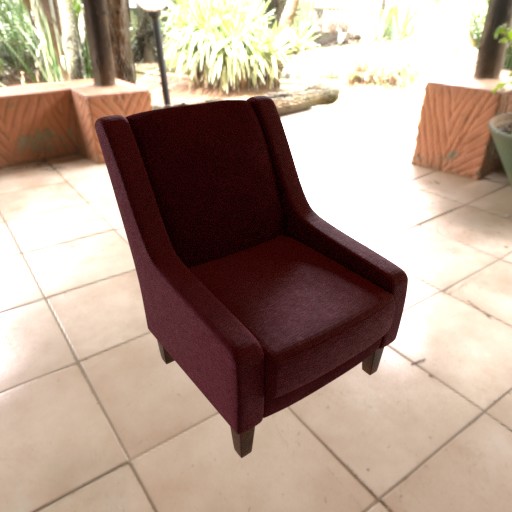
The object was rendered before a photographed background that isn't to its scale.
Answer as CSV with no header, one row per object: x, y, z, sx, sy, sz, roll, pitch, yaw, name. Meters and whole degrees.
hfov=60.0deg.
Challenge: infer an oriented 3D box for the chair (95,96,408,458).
0.000,0.000,1.740,0.793,1.017,0.985,-20,35,-31,chair
